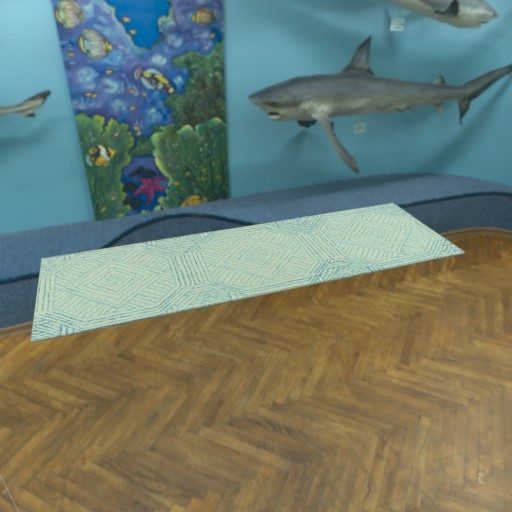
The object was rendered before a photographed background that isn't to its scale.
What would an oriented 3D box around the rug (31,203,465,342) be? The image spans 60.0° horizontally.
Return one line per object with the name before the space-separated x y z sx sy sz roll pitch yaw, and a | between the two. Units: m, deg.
rug | 0.000 0.000 2.685 2.452 0.012 0.775 -10 33 -16
